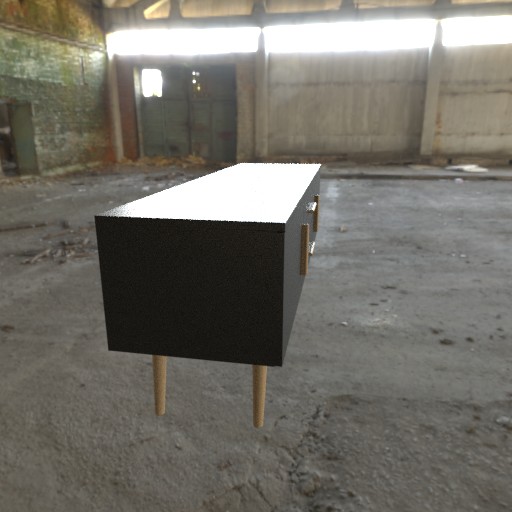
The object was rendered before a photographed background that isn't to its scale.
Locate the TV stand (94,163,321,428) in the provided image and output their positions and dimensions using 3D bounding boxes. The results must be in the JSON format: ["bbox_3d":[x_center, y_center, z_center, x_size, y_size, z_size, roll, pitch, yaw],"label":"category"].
[{"bbox_3d":[0.000,0.000,1.517,0.390,0.518,1.312,3,17,10],"label":"TV stand"}]
